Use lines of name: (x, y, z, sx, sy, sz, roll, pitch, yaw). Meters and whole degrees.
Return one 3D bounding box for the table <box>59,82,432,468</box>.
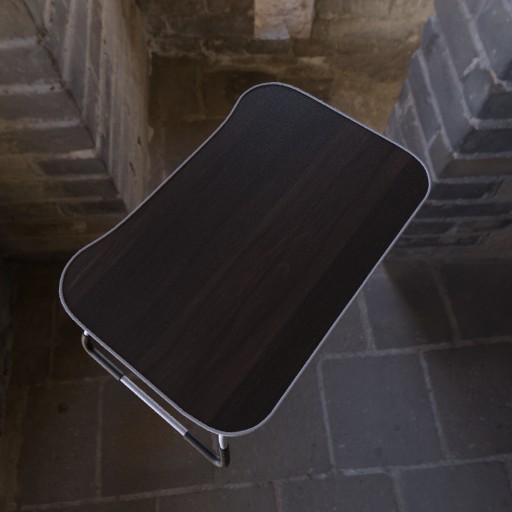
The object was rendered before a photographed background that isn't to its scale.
table: (0.000, 0.000, 0.844, 0.400, 0.232, 0.660, 35, 69, 15)
